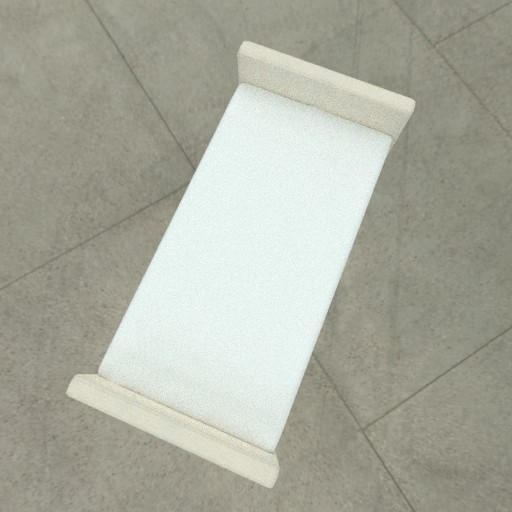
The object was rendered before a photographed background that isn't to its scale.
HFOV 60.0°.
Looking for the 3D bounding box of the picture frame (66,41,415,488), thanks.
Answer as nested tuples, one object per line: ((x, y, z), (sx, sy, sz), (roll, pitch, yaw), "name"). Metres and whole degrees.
((0.000, 0.000, 2.712), (1.069, 0.891, 2.161), (22, 76, 6), "picture frame")
